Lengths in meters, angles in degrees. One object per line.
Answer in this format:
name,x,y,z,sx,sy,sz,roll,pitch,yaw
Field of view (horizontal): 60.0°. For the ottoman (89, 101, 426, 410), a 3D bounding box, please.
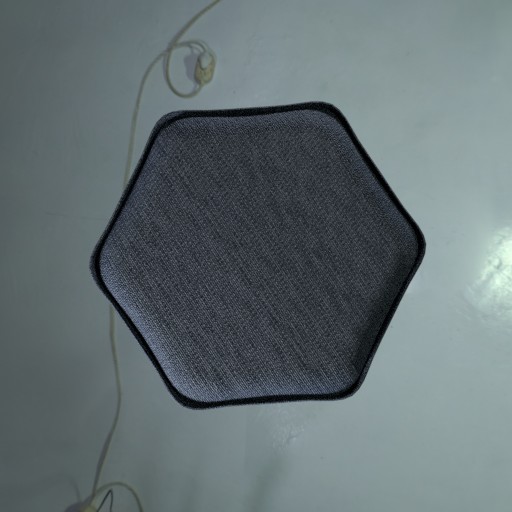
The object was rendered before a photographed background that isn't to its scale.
ottoman,0.000,0.000,0.876,0.492,0.505,0.454,0,90,0
